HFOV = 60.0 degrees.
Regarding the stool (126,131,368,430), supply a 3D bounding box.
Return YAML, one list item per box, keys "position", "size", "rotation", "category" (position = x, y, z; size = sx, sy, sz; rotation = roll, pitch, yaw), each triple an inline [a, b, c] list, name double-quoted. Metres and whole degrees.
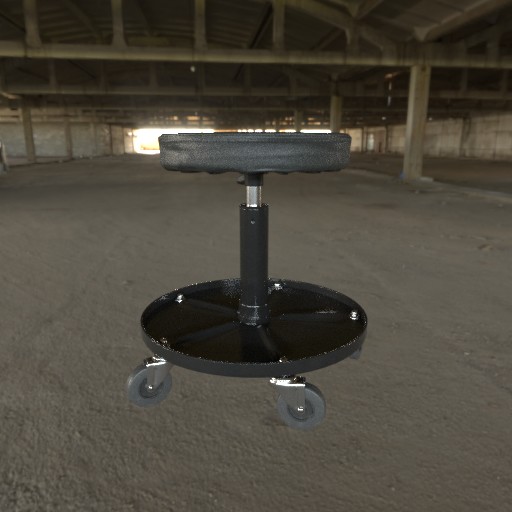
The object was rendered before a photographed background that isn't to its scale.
- position: [0.000, 0.000, 0.684]
  size: [0.381, 0.365, 0.382]
  rotation: [-2, 15, -7]
  category: "stool"
